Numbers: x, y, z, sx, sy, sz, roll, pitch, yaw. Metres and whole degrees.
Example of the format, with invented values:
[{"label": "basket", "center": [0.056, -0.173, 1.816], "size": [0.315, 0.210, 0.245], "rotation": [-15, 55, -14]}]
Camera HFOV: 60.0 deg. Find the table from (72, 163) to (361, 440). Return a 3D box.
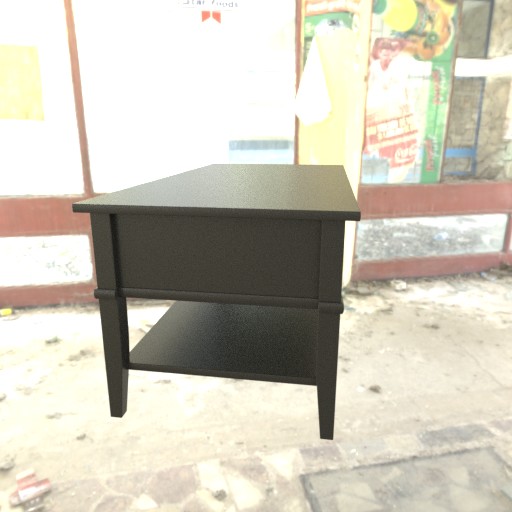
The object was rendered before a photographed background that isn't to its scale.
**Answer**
[{"label": "table", "center": [0.000, 0.000, 1.338], "size": [0.523, 0.470, 1.044], "rotation": [3, 16, 9]}]
